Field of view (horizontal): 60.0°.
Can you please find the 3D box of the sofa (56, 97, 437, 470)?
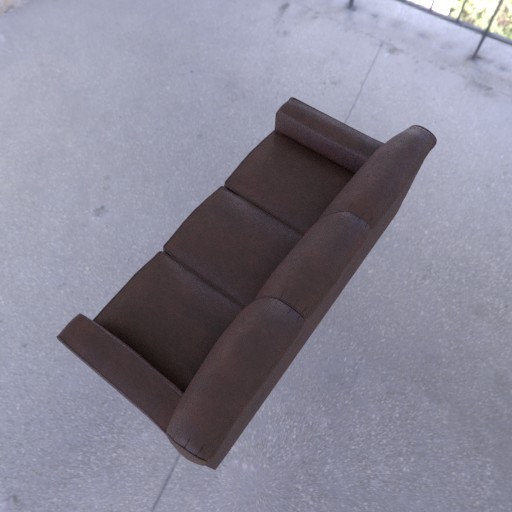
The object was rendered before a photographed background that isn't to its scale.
[{"bbox_3d":[0.000,0.000,2.512,1.008,0.953,2.039,33,67,16],"label":"sofa"}]
